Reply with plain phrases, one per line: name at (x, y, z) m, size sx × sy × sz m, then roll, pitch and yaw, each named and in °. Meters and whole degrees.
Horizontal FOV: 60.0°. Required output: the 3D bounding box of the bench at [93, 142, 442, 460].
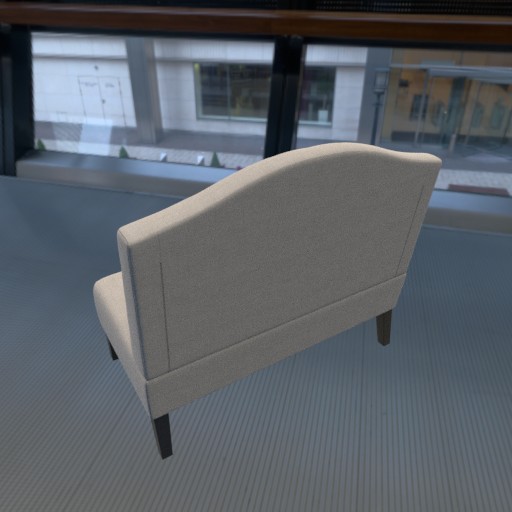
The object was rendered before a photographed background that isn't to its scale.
bench at (0.000, 0.000, 2.014) m, size 1.335 × 1.180 × 0.815 m, roll -18°, pitch 35°, yaw -27°
